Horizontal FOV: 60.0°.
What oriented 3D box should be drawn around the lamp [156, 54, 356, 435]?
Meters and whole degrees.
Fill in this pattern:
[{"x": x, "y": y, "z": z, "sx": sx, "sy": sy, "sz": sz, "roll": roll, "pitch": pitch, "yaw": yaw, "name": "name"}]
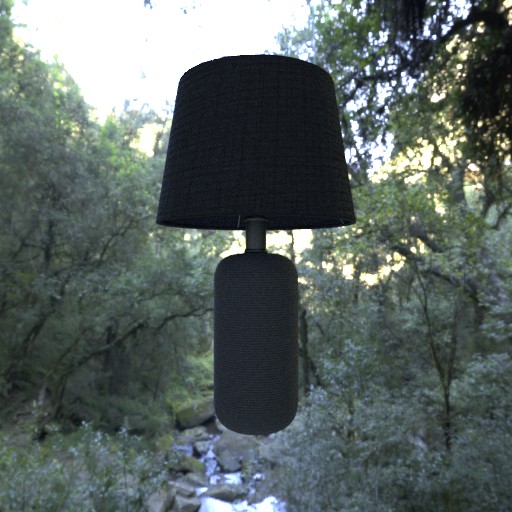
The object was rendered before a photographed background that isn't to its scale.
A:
[{"x": 0.000, "y": 0.000, "z": 0.569, "sx": 0.251, "sy": 0.429, "sz": 0.251, "roll": 0, "pitch": 0, "yaw": 0, "name": "lamp"}]
